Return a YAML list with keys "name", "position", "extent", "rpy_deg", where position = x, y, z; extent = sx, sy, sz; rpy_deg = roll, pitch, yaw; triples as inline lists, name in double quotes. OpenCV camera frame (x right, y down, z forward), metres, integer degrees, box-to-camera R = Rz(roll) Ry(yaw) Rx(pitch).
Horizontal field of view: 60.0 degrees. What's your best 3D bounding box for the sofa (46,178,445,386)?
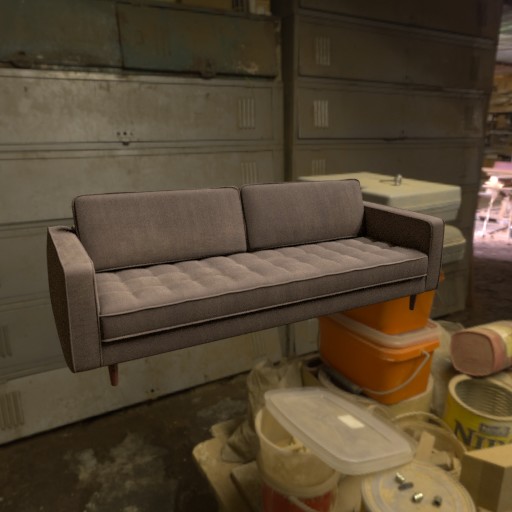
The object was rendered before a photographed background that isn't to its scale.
- name: "sofa"
  position: [0.000, 0.000, 2.698]
  extent: [2.295, 0.813, 0.923]
  rpy_deg: [-8, 18, -27]
